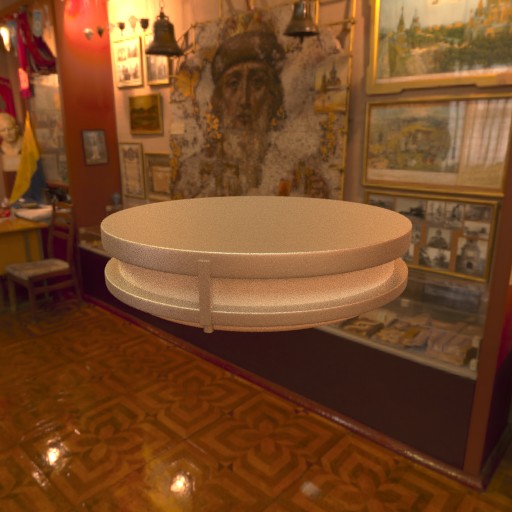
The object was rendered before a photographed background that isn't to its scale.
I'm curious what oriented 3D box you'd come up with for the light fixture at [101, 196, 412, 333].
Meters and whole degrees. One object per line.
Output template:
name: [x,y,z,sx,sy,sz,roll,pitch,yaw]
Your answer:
light fixture: [0.000,0.000,0.545,0.356,0.102,0.356,0,15,0]
